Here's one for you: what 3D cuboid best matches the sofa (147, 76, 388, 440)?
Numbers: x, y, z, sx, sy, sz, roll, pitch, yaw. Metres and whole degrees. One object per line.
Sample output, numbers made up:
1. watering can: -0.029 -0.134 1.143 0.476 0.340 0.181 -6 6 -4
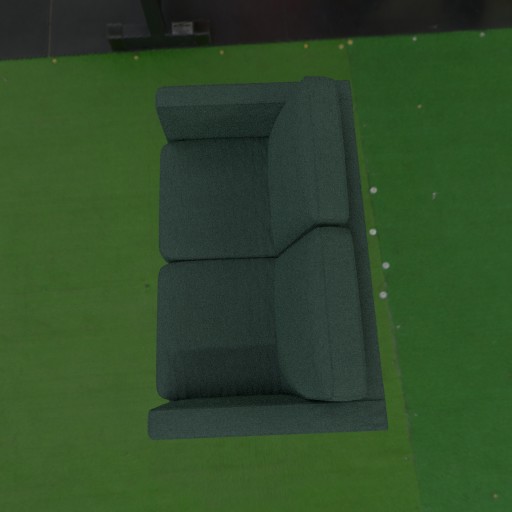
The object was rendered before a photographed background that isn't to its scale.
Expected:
1. sofa: 0.000 0.000 1.956 0.879 0.899 1.430 -2 75 -1
